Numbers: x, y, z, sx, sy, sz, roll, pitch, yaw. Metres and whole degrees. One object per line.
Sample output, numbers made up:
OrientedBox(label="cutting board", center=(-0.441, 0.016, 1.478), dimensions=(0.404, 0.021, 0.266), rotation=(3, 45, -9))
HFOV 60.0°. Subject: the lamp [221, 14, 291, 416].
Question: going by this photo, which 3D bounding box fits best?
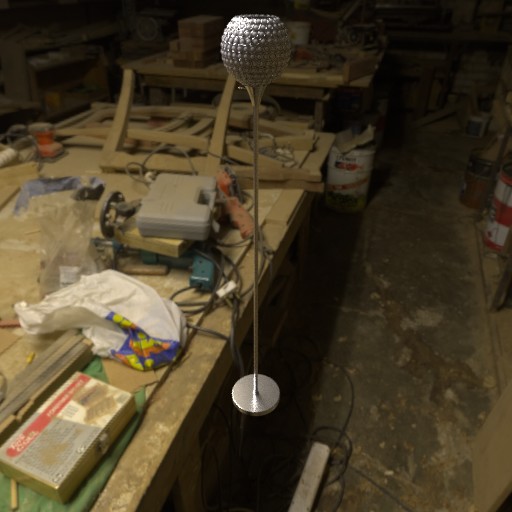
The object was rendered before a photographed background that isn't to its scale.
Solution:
OrientedBox(label="lamp", center=(0.000, 0.000, 1.890), dimensions=(0.254, 1.805, 0.254), rotation=(0, 33, 0))
